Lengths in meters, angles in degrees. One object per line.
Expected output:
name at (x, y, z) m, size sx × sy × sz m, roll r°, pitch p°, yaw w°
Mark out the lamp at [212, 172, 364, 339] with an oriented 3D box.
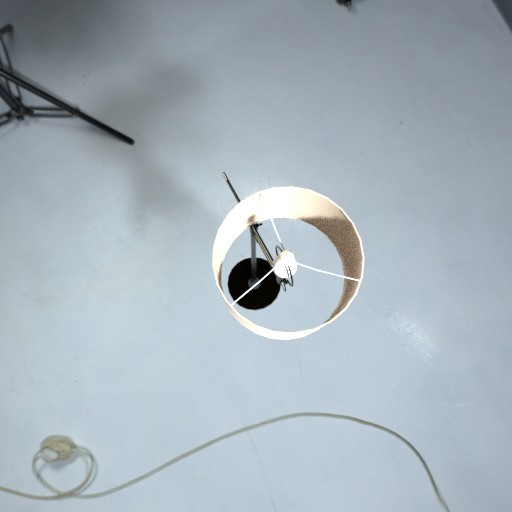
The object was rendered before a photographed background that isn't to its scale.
lamp at (0.000, 0.000, 1.925) m, size 0.373 × 1.635 × 0.809 m, roll -21°, pitch 77°, yaw -5°
